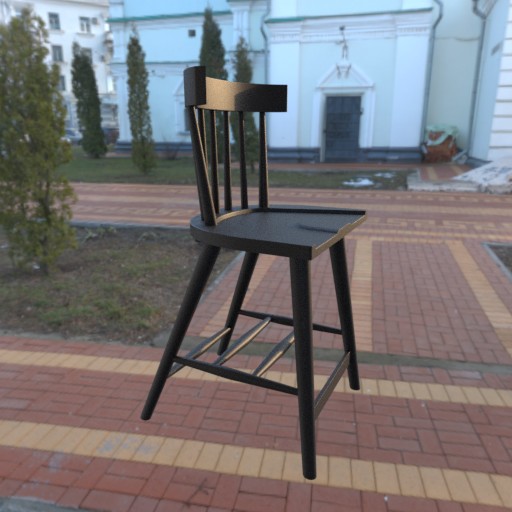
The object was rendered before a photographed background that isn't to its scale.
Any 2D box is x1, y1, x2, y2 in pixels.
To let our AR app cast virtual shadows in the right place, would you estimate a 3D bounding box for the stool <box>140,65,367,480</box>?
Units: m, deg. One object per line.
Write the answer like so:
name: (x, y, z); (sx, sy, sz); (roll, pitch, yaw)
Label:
stool: (0.000, 0.000, 1.263); (0.549, 0.953, 0.494); (8, 17, 26)
